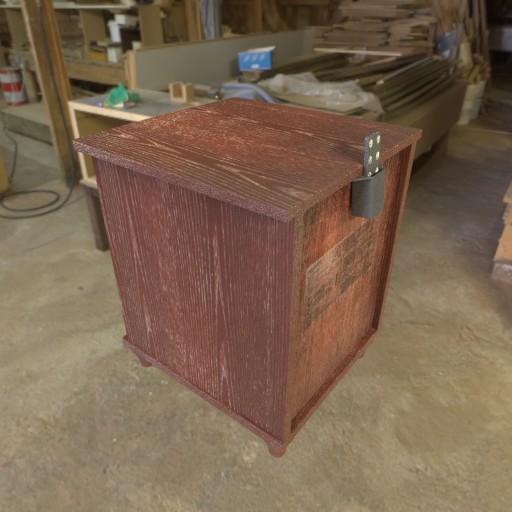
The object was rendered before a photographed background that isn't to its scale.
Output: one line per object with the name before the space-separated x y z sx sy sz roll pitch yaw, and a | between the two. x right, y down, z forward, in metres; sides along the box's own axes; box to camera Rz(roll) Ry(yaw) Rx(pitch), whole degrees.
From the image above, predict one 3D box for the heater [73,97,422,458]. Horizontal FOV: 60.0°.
heater | 0.000 0.000 0.752 0.400 0.481 0.362 22 38 32
